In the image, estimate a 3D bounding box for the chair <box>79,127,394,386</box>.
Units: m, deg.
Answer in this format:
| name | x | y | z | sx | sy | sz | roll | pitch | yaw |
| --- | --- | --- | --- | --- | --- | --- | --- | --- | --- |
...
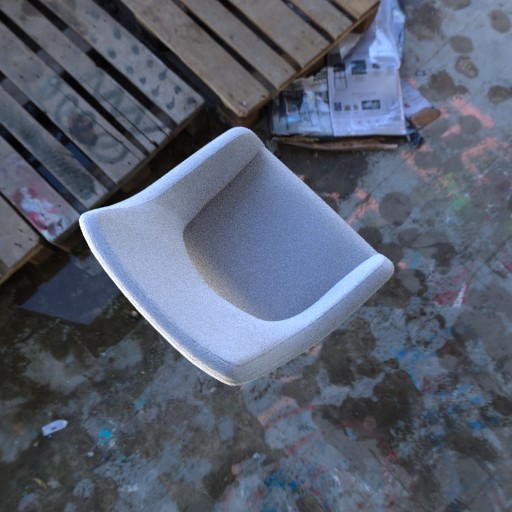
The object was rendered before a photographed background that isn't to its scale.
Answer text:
| name | x | y | z | sx | sy | sz | roll | pitch | yaw |
| --- | --- | --- | --- | --- | --- | --- | --- | --- | --- |
| chair | 0.000 | 0.000 | 1.272 | 0.600 | 0.889 | 0.609 | -43 | 80 | -10 |
